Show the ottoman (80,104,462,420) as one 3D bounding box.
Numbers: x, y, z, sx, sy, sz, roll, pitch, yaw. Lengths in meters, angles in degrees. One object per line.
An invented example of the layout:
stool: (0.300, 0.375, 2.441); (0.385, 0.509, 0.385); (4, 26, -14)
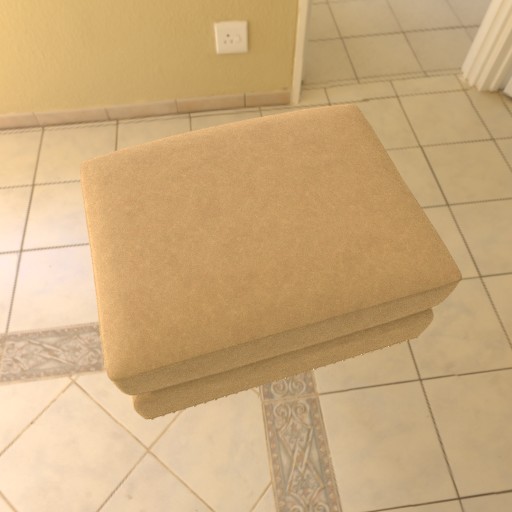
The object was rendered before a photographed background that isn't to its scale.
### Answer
ottoman: (0.000, 0.000, 1.146); (0.741, 0.513, 0.584); (-15, 60, -9)
